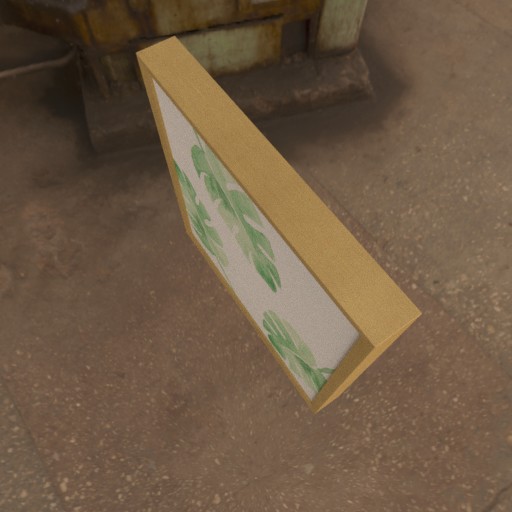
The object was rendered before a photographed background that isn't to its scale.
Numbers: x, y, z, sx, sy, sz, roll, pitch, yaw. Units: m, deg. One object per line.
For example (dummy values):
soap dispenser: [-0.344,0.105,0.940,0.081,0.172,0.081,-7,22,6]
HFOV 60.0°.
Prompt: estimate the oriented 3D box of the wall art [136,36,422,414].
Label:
wall art: [0.000,0.000,0.458,0.038,0.305,0.305,-31,68,-15]
